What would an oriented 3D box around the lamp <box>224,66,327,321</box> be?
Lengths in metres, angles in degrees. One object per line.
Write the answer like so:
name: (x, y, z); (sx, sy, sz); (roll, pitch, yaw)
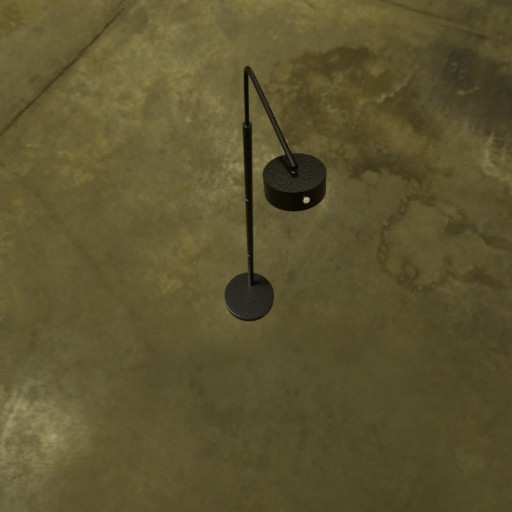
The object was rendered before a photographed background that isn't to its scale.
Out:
lamp: (0.000, 0.000, 1.399); (0.219, 1.230, 0.418); (-16, 65, -8)
